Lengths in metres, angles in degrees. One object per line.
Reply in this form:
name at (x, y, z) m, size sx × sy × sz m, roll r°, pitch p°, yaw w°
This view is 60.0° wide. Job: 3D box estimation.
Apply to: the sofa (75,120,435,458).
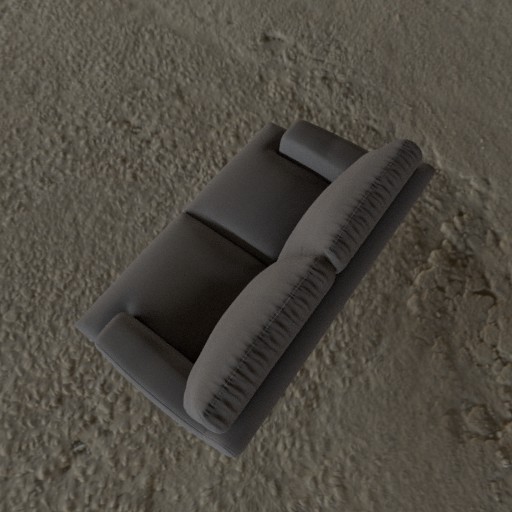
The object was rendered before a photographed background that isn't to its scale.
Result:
sofa at (0.000, 0.000, 2.516) m, size 1.143 × 0.940 × 1.880 m, roll 34°, pitch 68°, yaw 15°
